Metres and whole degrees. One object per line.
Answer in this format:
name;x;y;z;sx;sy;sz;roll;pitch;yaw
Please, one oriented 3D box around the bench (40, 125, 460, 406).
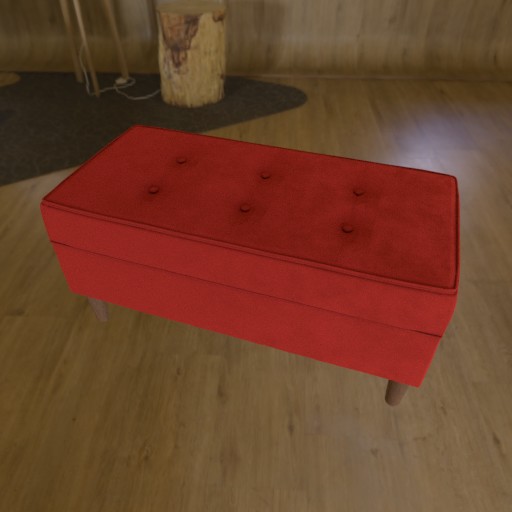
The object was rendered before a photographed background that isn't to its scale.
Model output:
bench;0.000;0.000;1.297;1.016;0.471;0.492;13;43;14
